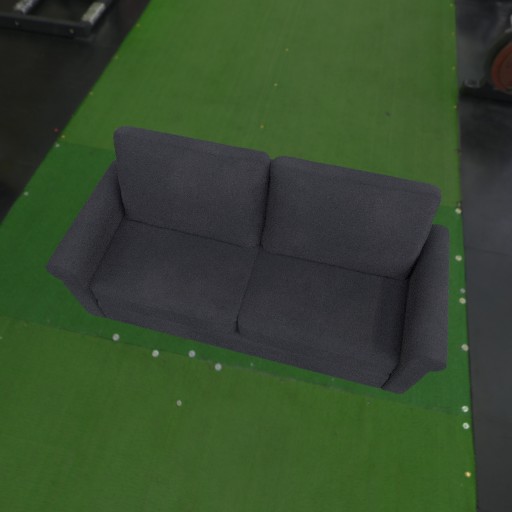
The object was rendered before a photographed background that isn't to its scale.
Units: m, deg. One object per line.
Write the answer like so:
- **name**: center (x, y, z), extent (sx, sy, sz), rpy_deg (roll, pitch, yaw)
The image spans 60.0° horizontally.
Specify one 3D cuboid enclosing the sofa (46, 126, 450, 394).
- **sofa**: center (0.000, 0.000, 2.369), extent (1.935, 0.942, 0.842), rpy_deg (13, 59, 8)
